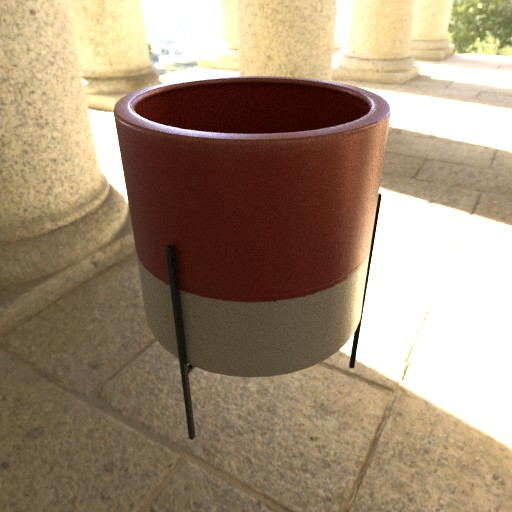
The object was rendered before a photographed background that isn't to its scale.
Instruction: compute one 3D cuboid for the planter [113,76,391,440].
[{"bbox_3d":[0.000,0.000,0.682,0.354,0.465,0.345,1,32,1],"label":"planter"}]
